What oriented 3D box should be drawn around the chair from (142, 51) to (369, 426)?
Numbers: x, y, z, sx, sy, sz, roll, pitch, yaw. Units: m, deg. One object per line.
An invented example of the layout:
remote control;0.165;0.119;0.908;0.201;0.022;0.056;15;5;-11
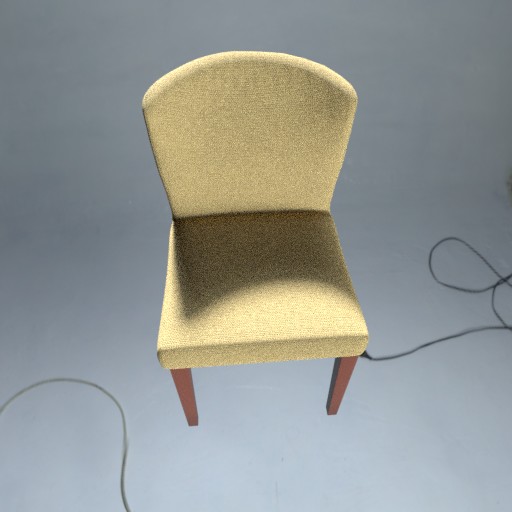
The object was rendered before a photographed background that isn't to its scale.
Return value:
chair;0.000;0.000;1.172;0.491;0.839;0.589;-3;47;-3
